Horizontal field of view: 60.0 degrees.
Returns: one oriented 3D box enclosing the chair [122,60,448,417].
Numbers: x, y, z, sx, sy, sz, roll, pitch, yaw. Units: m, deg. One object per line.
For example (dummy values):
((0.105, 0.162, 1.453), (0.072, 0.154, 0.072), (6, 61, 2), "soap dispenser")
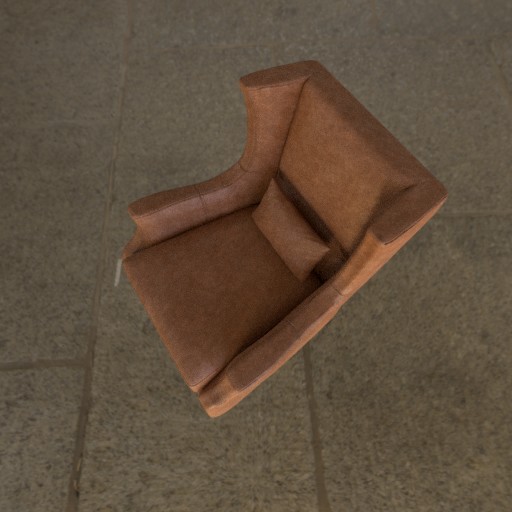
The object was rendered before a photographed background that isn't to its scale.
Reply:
((0.000, 0.000, 1.726), (0.926, 1.016, 0.853), (-29, 67, -14), "chair")
